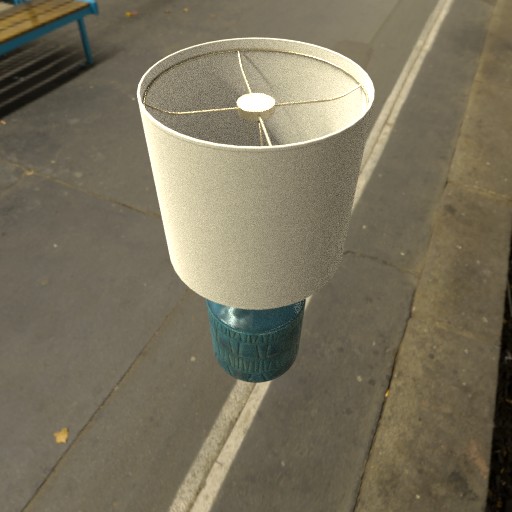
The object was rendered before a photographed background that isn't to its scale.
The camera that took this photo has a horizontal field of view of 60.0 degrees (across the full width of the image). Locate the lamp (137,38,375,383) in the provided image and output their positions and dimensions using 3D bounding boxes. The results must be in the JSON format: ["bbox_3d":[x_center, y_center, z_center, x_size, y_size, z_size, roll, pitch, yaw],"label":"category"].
[{"bbox_3d":[0.000,0.000,0.565,0.211,0.455,0.211,2,47,2],"label":"lamp"}]
